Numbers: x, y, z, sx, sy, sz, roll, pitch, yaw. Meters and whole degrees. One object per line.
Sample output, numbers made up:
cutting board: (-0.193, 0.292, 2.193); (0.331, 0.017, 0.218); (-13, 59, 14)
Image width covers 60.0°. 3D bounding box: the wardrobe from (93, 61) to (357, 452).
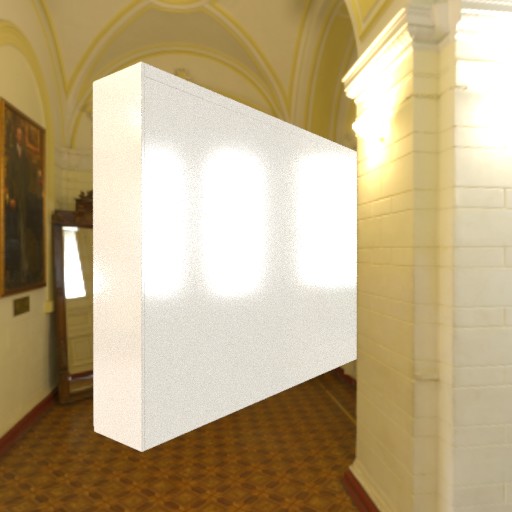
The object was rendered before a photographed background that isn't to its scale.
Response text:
wardrobe: (0.000, 0.000, 4.040); (0.580, 2.360, 3.000); (0, 0, 38)
